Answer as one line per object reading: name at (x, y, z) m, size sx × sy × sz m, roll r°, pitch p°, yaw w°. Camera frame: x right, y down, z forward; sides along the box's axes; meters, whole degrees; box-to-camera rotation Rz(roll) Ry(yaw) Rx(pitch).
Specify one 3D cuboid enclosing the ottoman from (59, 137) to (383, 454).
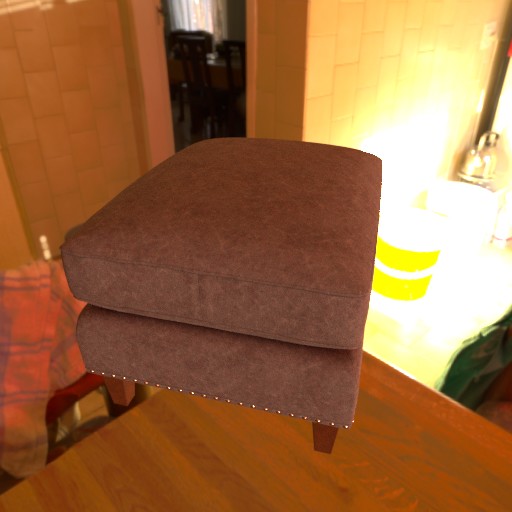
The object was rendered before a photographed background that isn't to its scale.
ottoman at (0.000, 0.000, 1.143) m, size 0.584 × 0.513 × 0.741 m, roll 8°, pitch 31°, yaw 13°
